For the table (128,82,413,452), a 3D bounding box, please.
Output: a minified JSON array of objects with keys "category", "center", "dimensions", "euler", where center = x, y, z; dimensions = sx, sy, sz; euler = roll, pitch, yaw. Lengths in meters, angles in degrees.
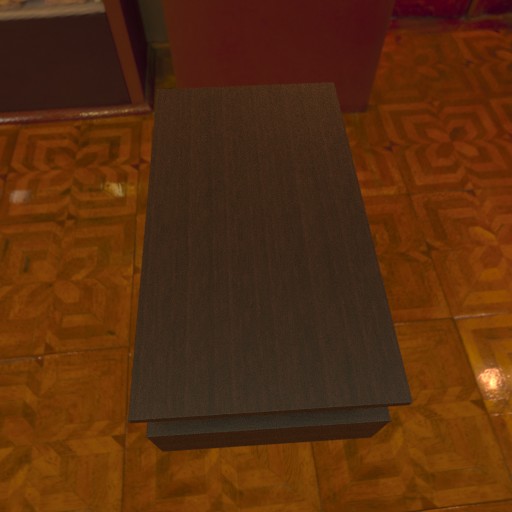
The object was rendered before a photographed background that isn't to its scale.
[{"category":"table","center":[0.000,0.000,1.387],"dimensions":[0.590,0.460,1.050],"euler":[-3,58,-2]}]
